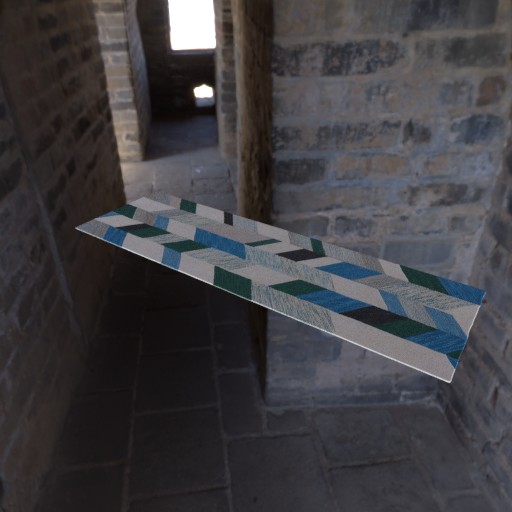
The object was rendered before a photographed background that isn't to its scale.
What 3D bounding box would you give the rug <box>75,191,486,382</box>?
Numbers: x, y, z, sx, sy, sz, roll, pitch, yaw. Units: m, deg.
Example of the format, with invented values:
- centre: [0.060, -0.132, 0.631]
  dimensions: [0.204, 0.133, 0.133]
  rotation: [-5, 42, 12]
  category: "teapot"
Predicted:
- centre: [0.000, 0.000, 2.663]
  dimensions: [2.437, 0.008, 0.774]
  rotation: [19, 36, 29]
  category: "rug"
